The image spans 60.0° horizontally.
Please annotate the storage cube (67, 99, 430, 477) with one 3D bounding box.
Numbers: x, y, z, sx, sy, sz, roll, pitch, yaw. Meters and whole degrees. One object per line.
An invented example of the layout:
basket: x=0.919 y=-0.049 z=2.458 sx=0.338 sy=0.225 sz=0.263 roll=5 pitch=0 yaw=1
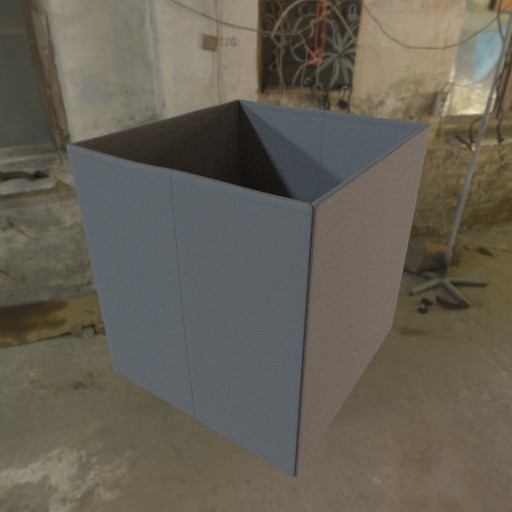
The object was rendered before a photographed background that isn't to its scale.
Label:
storage cube: x=0.000 y=0.000 z=0.505 sx=0.270 sy=0.280 sz=0.270 roll=18 pitch=35 yaw=29
